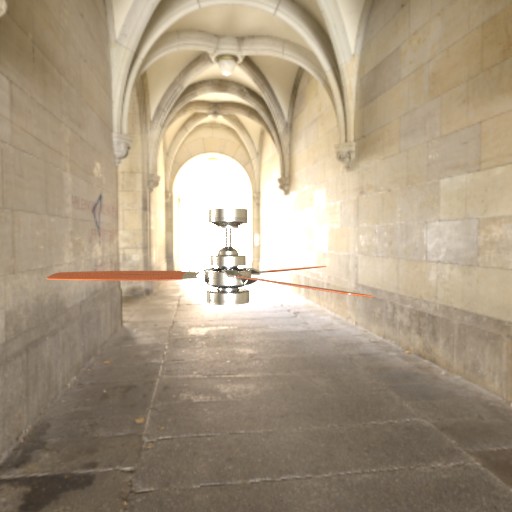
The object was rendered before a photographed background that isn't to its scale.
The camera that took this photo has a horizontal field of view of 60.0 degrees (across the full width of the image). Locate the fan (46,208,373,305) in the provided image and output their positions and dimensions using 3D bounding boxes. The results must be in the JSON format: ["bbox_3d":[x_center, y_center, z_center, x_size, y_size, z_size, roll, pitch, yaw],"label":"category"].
[{"bbox_3d":[0.000,0.000,2.015,1.416,0.410,1.271,2,3,37],"label":"fan"}]
